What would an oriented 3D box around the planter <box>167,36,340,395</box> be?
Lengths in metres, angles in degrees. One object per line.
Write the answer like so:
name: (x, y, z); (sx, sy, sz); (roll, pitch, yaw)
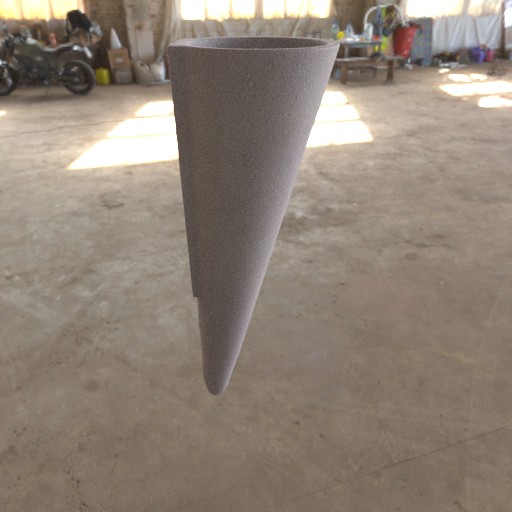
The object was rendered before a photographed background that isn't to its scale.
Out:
planter: (0.000, 0.000, 0.297); (0.087, 0.259, 0.078); (1, 30, 1)
